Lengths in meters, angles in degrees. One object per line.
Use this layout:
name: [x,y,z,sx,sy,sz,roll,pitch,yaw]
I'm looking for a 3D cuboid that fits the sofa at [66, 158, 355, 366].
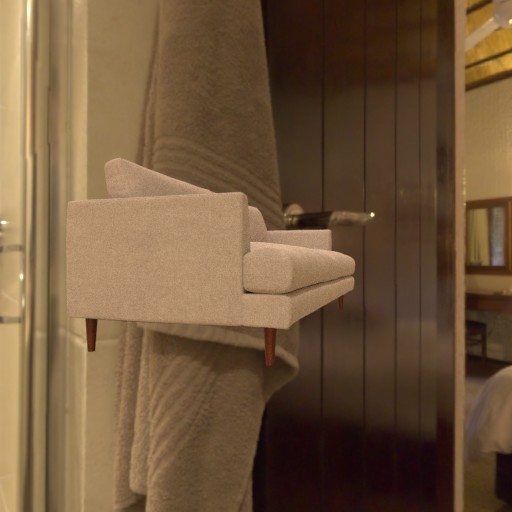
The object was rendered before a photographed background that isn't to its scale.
sofa: [0.000,0.000,2.826,1.020,0.868,2.250,0,-1,18]
